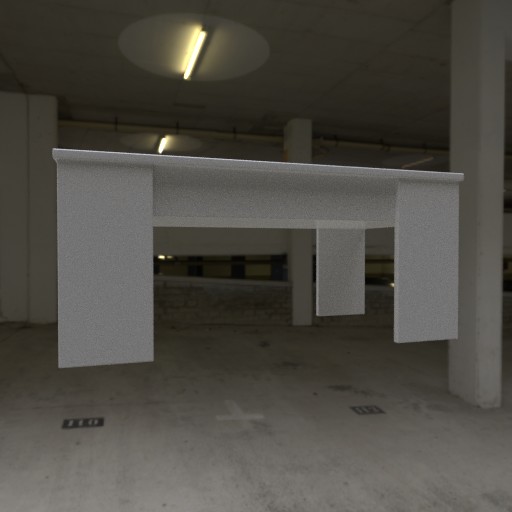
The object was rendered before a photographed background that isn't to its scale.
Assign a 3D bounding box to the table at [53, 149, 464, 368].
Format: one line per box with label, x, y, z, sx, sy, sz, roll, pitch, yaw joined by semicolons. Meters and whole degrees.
table;0.000;0.000;1.269;1.000;0.440;0.500;0;1;-17
